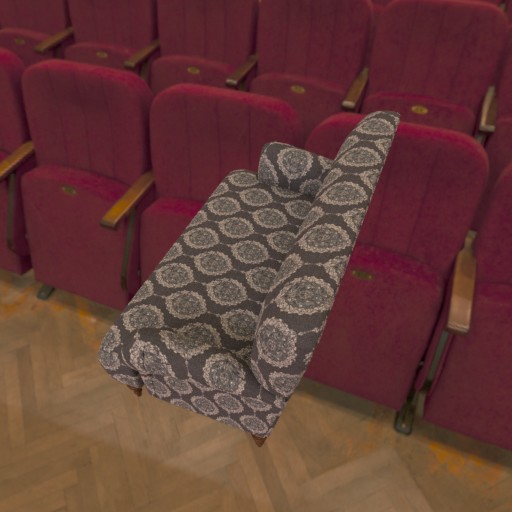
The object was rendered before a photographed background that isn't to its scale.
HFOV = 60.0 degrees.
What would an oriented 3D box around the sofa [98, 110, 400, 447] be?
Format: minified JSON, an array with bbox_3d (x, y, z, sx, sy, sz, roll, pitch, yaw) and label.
[{"bbox_3d":[0.000,0.000,1.793,0.779,0.867,1.297,17,49,15],"label":"sofa"}]
